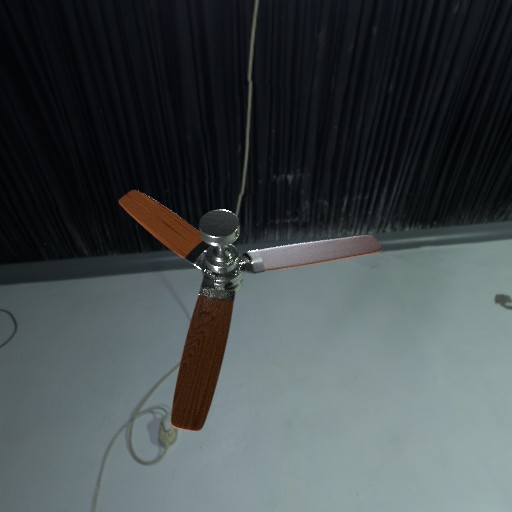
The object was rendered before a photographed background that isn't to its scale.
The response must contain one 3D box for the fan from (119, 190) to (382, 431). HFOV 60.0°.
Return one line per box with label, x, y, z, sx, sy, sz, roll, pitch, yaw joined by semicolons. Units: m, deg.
fan;0.000;0.000;2.040;1.271;0.410;1.416;-9;48;-8
